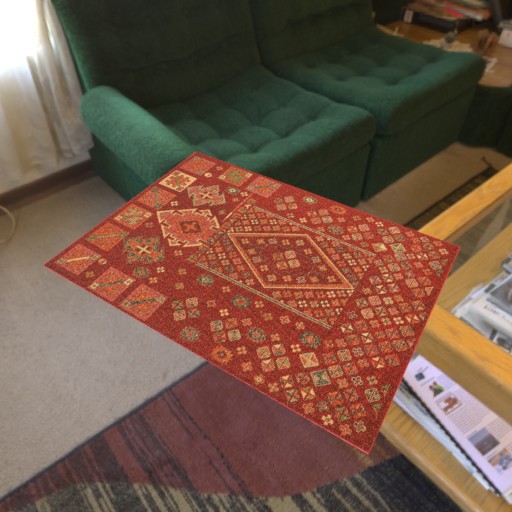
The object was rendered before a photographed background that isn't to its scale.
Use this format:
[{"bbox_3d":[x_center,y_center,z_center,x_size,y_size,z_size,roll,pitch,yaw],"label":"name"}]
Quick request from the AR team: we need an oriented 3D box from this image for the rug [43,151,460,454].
[{"bbox_3d":[0.000,0.000,4.322,3.306,0.011,2.389,24,50,22],"label":"rug"}]
